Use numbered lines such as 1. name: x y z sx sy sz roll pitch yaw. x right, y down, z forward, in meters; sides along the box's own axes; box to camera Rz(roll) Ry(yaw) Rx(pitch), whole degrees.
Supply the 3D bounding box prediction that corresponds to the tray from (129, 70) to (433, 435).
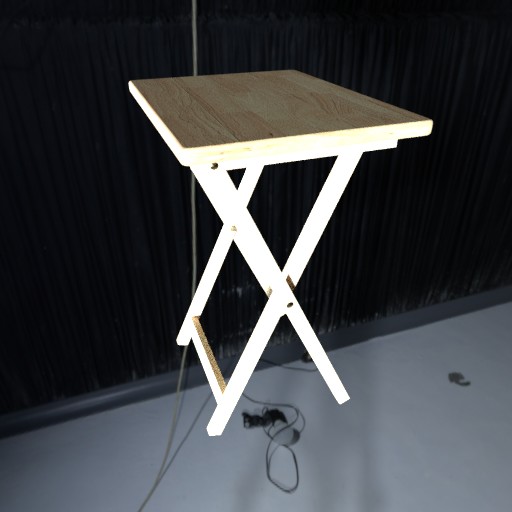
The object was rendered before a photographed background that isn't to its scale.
1. tray: 0.000 0.000 0.956 0.381 0.660 0.483 -11 33 -18
